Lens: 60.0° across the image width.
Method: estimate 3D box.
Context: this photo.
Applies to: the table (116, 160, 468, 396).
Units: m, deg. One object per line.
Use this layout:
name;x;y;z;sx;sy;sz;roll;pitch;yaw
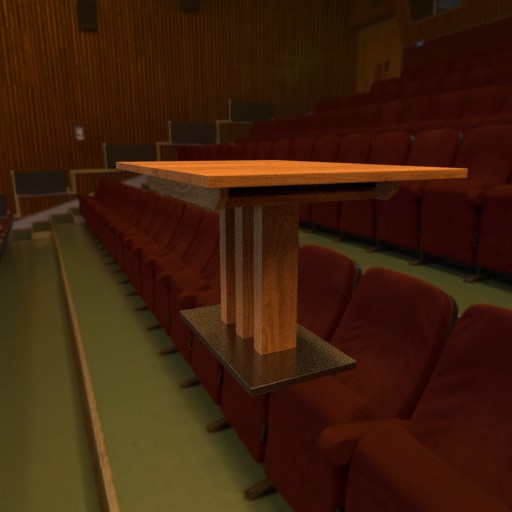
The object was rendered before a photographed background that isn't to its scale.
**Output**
table;0.000;0.000;1.909;0.900;0.770;1.300;-7;15;-26
